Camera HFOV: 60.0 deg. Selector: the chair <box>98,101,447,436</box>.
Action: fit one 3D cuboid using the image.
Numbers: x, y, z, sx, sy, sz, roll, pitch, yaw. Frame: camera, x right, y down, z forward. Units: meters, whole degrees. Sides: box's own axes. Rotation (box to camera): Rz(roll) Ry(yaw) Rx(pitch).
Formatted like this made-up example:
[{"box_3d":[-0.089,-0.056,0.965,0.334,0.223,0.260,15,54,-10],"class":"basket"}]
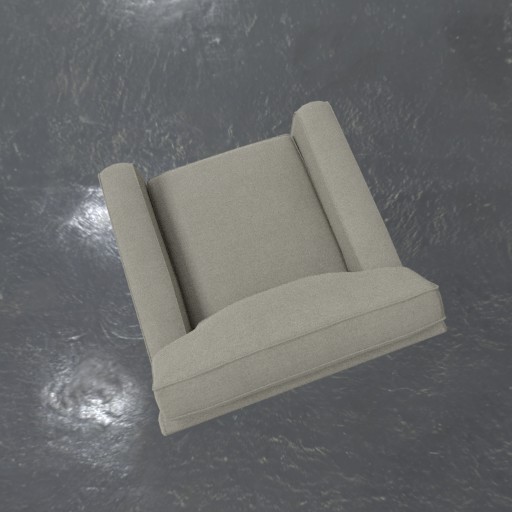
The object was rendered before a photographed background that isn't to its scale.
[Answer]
[{"box_3d":[0.000,0.000,1.809,0.999,0.934,1.044,-19,76,-5],"class":"chair"}]
